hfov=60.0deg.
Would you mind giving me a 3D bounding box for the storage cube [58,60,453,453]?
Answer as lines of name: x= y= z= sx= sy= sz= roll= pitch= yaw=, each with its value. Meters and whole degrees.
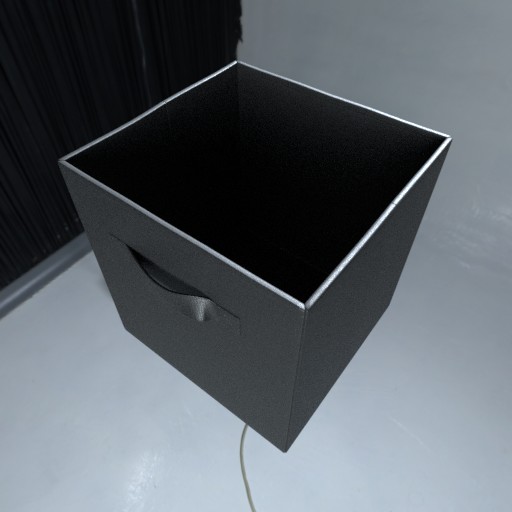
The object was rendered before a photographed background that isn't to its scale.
storage cube: x=0.000 y=0.000 z=0.504 sx=0.270 sy=0.280 sz=0.270 roll=30 pitch=55 yaw=24
